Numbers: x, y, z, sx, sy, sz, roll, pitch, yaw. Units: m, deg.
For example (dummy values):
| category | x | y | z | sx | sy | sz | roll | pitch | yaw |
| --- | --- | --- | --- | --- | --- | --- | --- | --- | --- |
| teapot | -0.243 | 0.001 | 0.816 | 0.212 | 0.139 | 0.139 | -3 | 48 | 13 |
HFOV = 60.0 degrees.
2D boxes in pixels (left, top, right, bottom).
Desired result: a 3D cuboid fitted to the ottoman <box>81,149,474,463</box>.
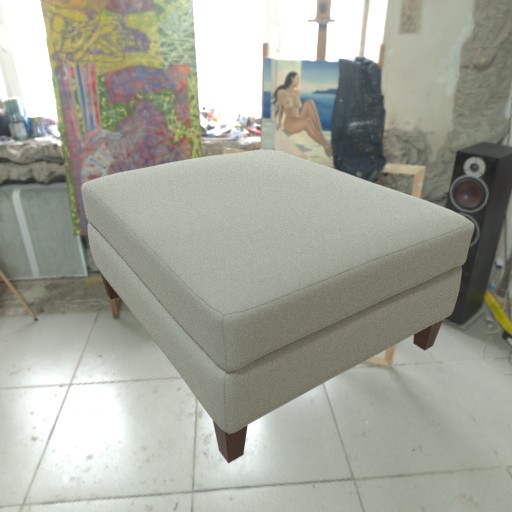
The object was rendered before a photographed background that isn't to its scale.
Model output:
| category | x | y | z | sx | sy | sz | roll | pitch | yaw |
| --- | --- | --- | --- | --- | --- | --- | --- | --- | --- |
| ottoman | 0.000 | 0.000 | 1.445 | 0.836 | 0.492 | 0.976 | -18 | 32 | -30 |
